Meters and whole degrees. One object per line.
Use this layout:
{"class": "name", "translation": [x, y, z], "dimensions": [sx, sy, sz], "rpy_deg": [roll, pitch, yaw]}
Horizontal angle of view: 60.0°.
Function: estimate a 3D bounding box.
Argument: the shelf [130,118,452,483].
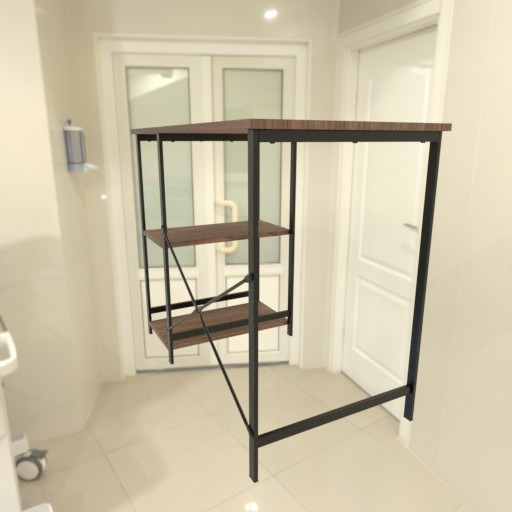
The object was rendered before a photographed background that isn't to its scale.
{"class": "shelf", "translation": [0.000, 0.000, 1.341], "dimensions": [0.498, 0.750, 0.902], "rpy_deg": [-8, 17, -27]}
